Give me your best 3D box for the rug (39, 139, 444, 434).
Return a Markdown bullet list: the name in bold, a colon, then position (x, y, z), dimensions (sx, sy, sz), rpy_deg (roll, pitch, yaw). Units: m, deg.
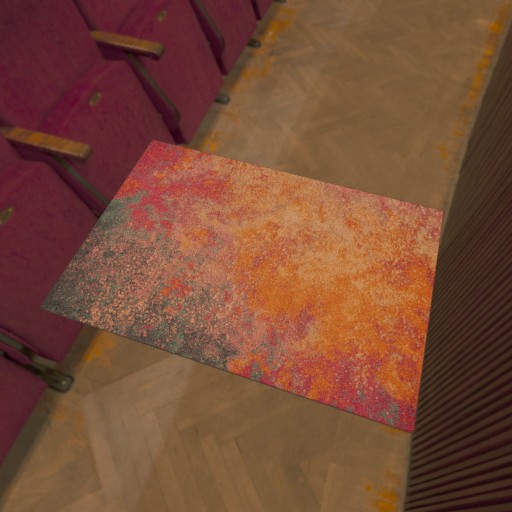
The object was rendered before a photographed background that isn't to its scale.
- **rug**: position (0.000, 0.000, 3.713), dimensions (2.896, 0.013, 2.007), rpy_deg (16, 58, 10)
